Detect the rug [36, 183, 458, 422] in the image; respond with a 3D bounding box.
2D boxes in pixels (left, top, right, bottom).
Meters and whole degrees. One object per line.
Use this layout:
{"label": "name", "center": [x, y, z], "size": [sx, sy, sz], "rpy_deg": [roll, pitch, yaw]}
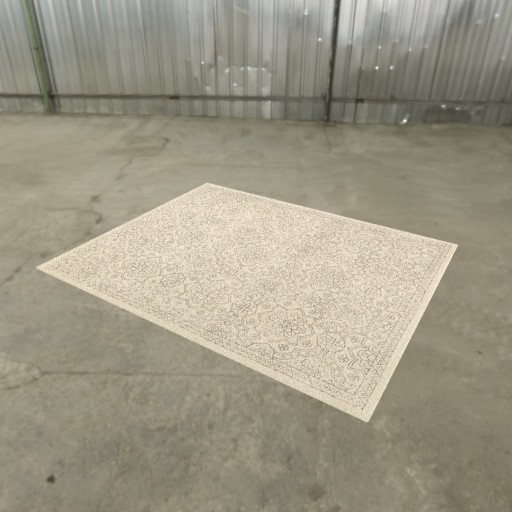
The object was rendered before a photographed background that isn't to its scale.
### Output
{"label": "rug", "center": [0.000, 0.000, 4.084], "size": [3.050, 0.015, 2.441], "rpy_deg": [18, 35, 28]}
